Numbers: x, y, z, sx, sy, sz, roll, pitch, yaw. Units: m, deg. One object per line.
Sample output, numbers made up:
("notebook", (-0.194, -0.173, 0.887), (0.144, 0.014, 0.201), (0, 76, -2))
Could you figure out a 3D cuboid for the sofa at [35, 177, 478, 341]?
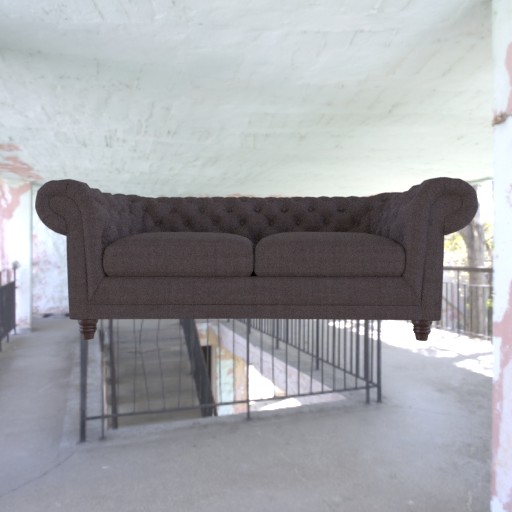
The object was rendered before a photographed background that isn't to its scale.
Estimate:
("sofa", (0.000, 0.000, 2.480), (2.048, 0.780, 0.944), (0, 0, 1))
